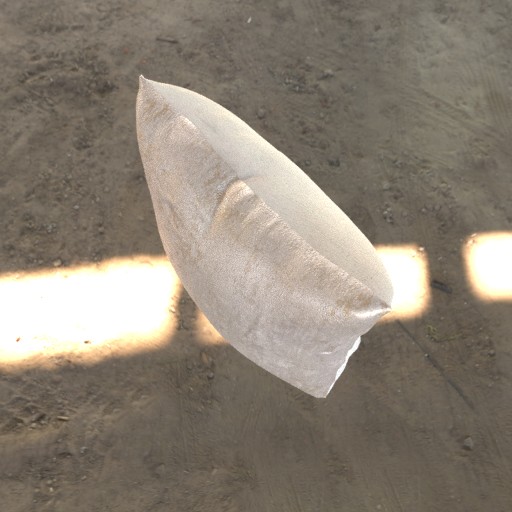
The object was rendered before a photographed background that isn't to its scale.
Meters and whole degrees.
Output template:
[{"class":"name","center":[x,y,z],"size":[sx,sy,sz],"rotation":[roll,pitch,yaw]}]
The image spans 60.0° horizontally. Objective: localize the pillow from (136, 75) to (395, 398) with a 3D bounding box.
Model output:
[{"class":"pillow","center":[0.000,0.000,0.714],"size":[0.245,0.448,0.450],"rotation":[-35,68,-17]}]
